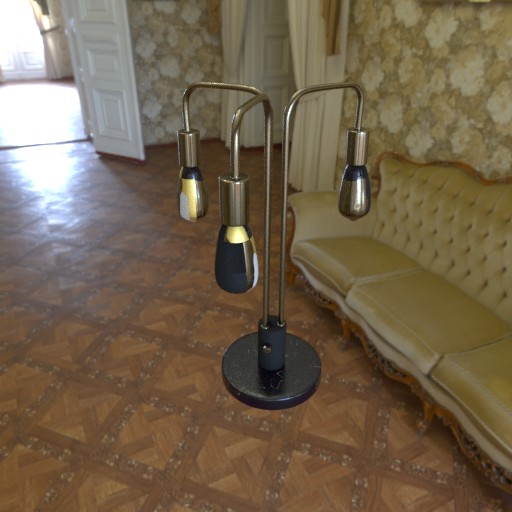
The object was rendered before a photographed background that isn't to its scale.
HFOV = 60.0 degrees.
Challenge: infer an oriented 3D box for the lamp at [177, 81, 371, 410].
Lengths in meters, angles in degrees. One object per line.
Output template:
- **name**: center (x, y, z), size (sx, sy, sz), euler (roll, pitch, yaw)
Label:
- **lamp**: center (0.000, 0.000, 0.785), size (0.355, 0.560, 0.368), euler (9, 30, 16)
